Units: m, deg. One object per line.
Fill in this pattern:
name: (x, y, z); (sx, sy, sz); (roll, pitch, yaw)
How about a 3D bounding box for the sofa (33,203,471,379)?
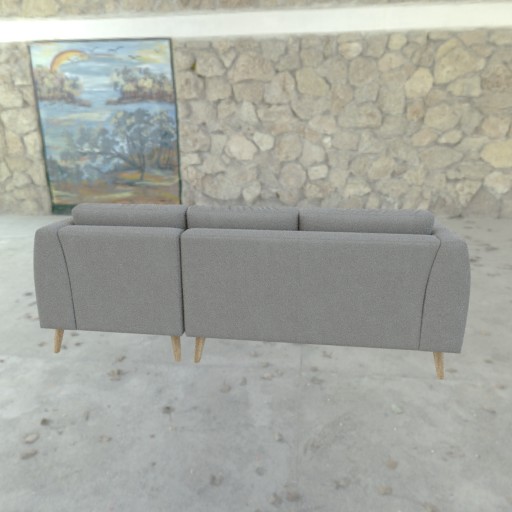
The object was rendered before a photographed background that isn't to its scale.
sofa: (0.000, 0.000, 3.041); (2.300, 0.860, 1.580); (2, 15, 7)
